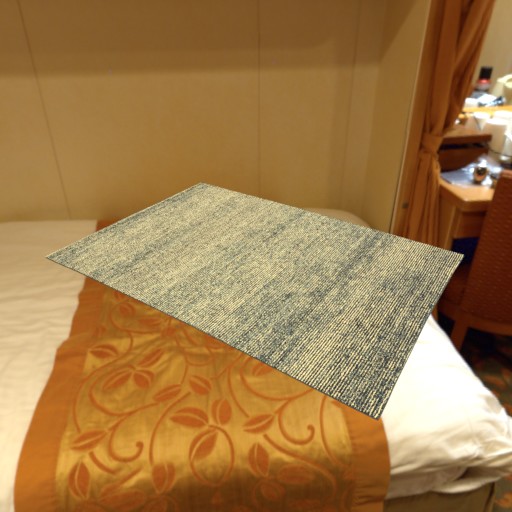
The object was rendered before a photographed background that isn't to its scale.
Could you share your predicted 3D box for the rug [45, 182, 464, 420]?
[{"bbox_3d":[0.000,0.000,2.998,2.349,0.030,1.624,19,36,29],"label":"rug"}]
